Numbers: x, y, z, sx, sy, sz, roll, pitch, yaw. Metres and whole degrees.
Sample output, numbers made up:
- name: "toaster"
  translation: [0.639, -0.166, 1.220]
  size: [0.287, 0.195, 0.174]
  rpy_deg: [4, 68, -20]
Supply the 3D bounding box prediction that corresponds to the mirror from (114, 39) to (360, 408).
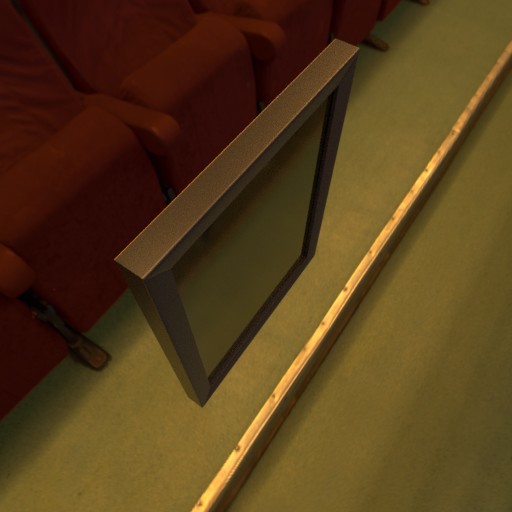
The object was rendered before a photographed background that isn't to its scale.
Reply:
- name: "mirror"
  translation: [0.000, 0.000, 0.699]
  size: [0.041, 0.508, 0.405]
  rpy_deg: [31, 64, 17]
